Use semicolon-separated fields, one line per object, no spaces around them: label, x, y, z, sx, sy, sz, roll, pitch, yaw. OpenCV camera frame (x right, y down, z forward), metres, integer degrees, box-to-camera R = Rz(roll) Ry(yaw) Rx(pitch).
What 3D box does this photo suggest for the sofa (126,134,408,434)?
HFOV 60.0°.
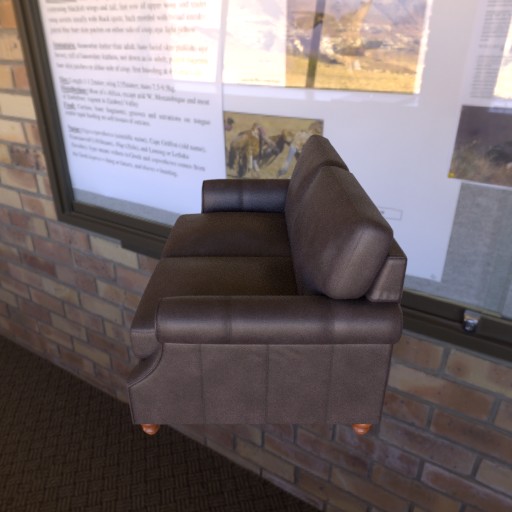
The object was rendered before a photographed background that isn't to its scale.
sofa;0.000;0.000;2.309;1.030;0.979;1.663;0;26;0
